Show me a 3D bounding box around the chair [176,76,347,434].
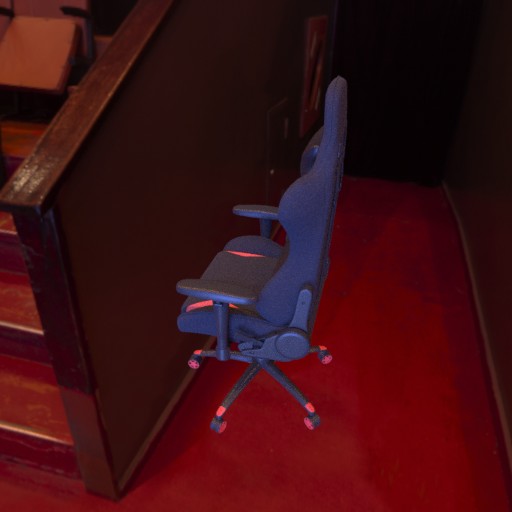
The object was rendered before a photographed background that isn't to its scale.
[{"bbox_3d":[0.000,0.000,1.725,0.658,1.326,0.695,8,32,13],"label":"chair"}]
